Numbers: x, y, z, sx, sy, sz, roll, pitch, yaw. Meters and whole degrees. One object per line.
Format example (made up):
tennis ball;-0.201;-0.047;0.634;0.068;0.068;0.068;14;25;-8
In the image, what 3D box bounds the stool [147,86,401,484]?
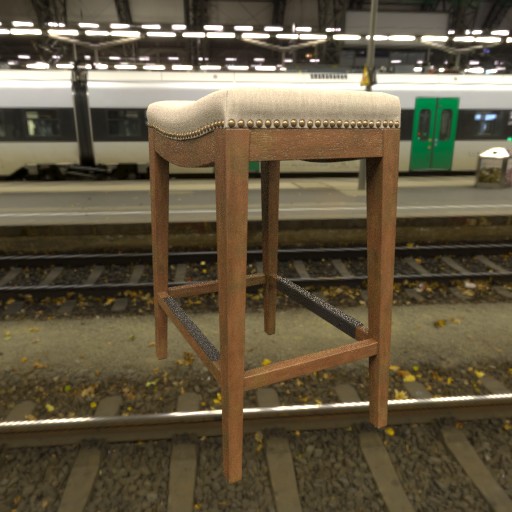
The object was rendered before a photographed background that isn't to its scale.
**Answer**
stool;0.000;0.000;0.973;0.356;0.660;0.508;-8;18;-25
